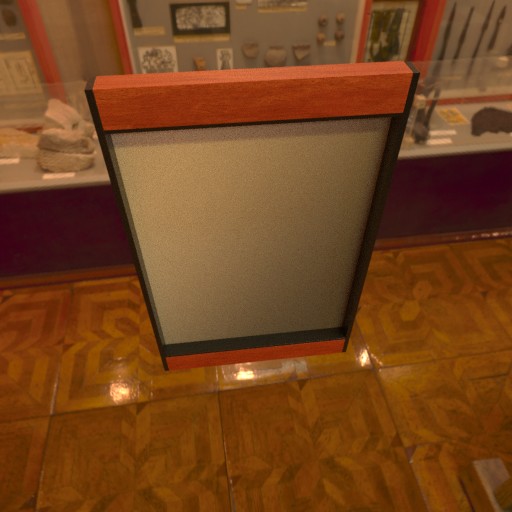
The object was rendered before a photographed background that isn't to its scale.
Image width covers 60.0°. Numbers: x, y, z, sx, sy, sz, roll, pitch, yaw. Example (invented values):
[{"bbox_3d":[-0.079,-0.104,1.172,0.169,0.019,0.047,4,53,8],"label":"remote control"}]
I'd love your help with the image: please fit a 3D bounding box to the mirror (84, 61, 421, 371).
[{"bbox_3d":[0.000,0.000,0.996,0.525,0.823,0.047,-5,46,-5],"label":"mirror"}]
